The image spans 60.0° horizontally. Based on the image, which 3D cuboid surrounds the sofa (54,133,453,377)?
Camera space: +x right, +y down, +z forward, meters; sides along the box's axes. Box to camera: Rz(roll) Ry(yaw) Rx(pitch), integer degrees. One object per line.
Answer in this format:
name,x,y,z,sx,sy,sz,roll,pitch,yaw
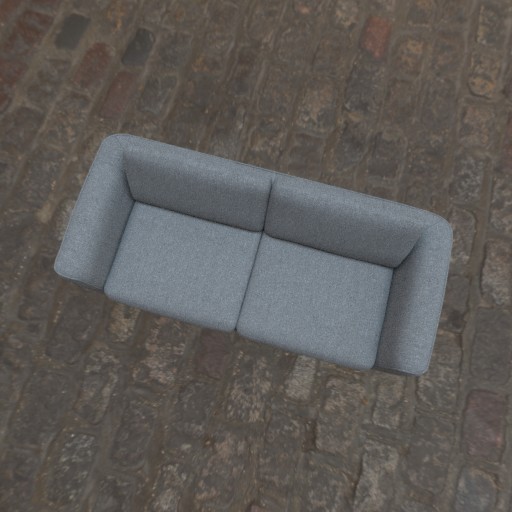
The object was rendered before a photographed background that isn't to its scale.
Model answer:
sofa,0.000,0.000,2.507,2.000,0.870,0.920,15,77,4
